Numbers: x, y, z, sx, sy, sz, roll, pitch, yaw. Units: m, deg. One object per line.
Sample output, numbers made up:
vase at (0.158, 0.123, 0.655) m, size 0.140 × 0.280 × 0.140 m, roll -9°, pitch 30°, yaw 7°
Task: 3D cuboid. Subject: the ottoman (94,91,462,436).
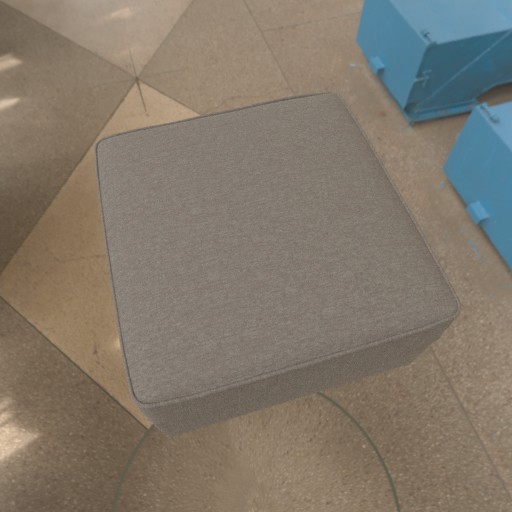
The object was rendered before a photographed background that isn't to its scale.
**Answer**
ottoman at (0.000, 0.000, 1.381) m, size 0.808 × 0.612 × 0.871 m, roll -14°, pitch 60°, yaw -8°
